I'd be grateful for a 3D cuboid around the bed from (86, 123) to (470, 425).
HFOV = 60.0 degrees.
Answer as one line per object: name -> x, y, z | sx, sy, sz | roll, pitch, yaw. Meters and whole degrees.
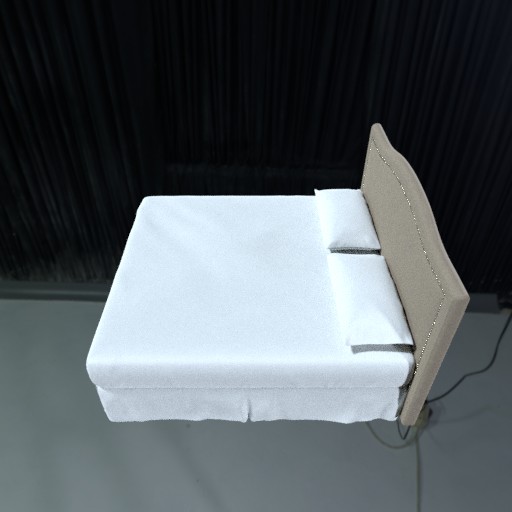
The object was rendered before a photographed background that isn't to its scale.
bed -> 0.000, 0.000, 3.408 | 2.182, 1.421, 2.083 | 0, 40, 0
